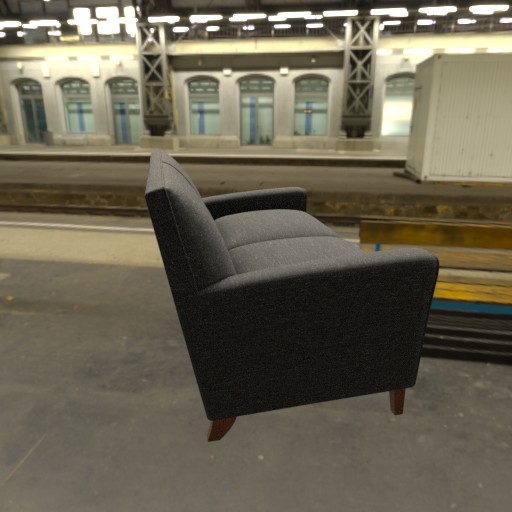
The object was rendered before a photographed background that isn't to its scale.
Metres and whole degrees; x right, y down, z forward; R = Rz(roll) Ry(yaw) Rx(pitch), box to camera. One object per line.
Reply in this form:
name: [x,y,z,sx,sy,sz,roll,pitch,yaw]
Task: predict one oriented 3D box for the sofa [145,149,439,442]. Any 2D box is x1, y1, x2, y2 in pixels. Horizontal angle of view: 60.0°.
sofa: [0.000,0.000,1.979,0.875,0.846,1.420,-4,18,-11]
